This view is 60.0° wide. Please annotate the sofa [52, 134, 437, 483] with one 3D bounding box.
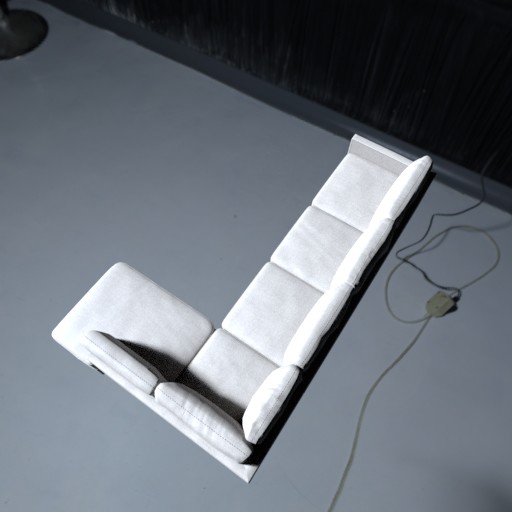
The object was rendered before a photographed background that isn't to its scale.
[{"bbox_3d":[0.000,0.000,4.231,2.077,0.964,3.331,31,67,15],"label":"sofa"}]
